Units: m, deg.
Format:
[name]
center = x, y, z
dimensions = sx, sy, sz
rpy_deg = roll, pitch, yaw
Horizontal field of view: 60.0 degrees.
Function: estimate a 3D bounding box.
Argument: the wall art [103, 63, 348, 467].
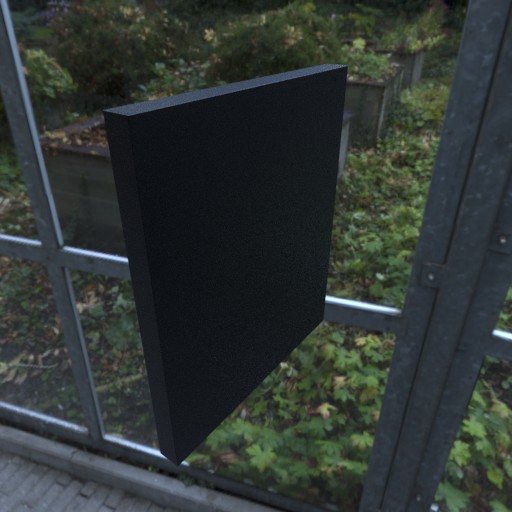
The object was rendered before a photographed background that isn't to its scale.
[wall art]
center = 0.000, 0.000, 0.515
dimensions = 0.028, 0.380, 0.325
rpy_deg = 21, 36, 31
